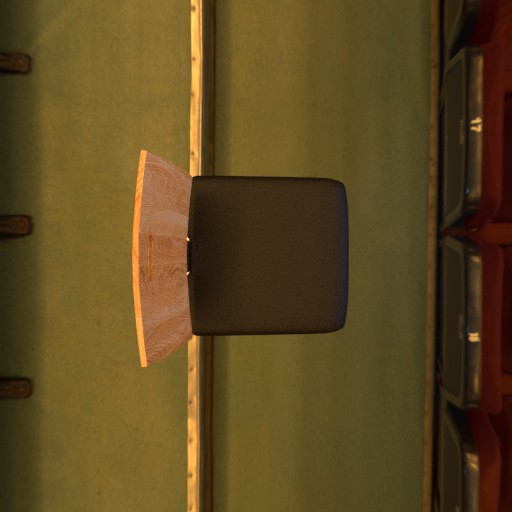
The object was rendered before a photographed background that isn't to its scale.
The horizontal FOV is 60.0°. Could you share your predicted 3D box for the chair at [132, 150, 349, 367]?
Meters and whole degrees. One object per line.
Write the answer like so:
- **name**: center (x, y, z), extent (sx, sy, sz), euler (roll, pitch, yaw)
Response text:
- **chair**: center (0.000, 0.000, 1.244), extent (0.560, 0.936, 0.462), euler (0, 91, -2)
